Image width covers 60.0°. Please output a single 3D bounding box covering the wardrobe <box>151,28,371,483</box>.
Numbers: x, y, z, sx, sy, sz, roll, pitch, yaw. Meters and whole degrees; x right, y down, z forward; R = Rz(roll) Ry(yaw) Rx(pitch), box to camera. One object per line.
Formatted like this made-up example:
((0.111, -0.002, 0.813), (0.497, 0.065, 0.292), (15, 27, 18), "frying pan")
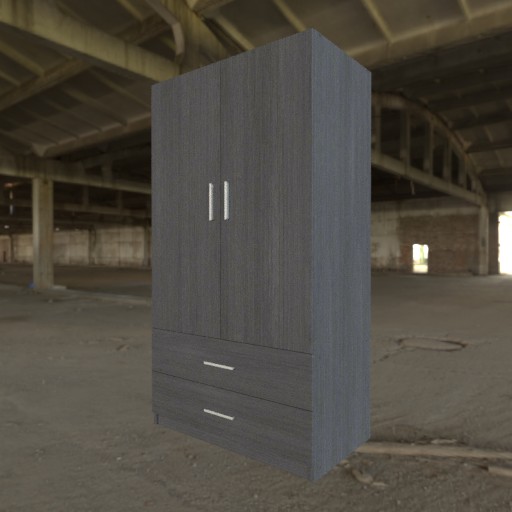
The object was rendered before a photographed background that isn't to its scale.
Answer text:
((0.000, 0.000, 2.270), (0.991, 1.808, 0.577), (0, 1, 38), "wardrobe")
